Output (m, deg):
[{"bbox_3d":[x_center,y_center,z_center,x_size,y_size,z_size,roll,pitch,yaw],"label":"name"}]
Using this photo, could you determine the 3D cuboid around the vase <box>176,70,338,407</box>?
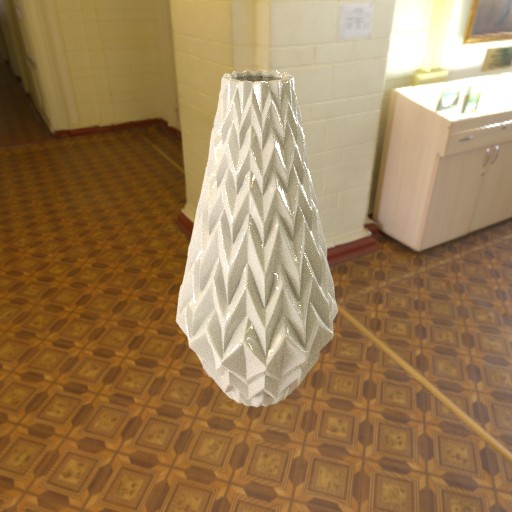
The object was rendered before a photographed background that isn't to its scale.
[{"bbox_3d":[0.000,0.000,0.429,0.167,0.328,0.167,0,32,0],"label":"vase"}]
